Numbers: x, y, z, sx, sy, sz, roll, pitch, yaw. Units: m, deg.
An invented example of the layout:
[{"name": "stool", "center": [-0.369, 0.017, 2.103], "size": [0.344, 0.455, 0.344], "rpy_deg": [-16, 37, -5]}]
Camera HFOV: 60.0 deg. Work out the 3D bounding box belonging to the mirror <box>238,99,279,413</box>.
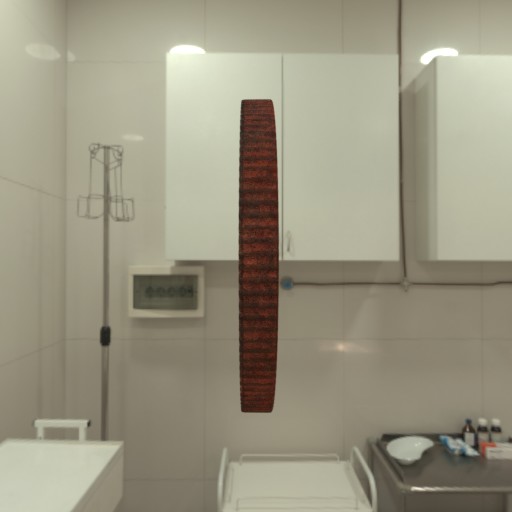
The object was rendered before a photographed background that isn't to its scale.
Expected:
[{"name": "mirror", "center": [0.000, 0.000, 0.913], "size": [0.056, 0.609, 0.609], "rpy_deg": [0, -1, -1]}]
